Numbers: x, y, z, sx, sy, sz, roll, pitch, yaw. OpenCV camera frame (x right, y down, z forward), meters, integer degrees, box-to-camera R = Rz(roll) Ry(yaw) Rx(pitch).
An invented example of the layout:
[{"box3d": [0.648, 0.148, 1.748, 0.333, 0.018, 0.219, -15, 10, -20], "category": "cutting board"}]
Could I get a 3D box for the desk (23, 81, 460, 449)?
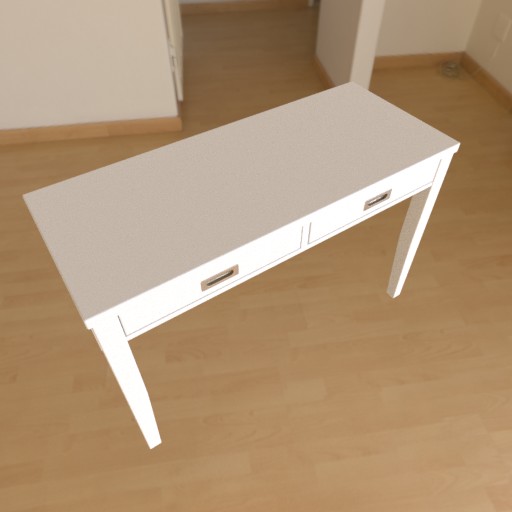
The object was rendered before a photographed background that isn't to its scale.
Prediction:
[{"box3d": [0.000, 0.000, 1.596, 1.220, 0.775, 0.508, -26, 52, -22], "category": "desk"}]
